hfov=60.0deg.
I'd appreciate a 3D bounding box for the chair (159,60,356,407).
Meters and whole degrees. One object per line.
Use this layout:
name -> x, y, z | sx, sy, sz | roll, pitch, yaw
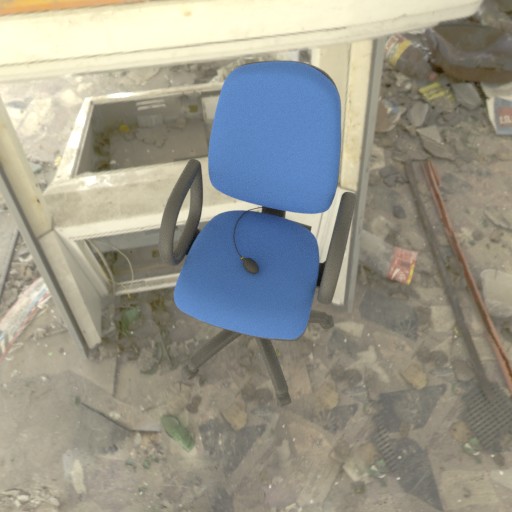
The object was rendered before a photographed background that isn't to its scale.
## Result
chair -> 0.000, 0.000, 1.244 | 0.552, 0.905, 0.549 | 13, 58, 8
